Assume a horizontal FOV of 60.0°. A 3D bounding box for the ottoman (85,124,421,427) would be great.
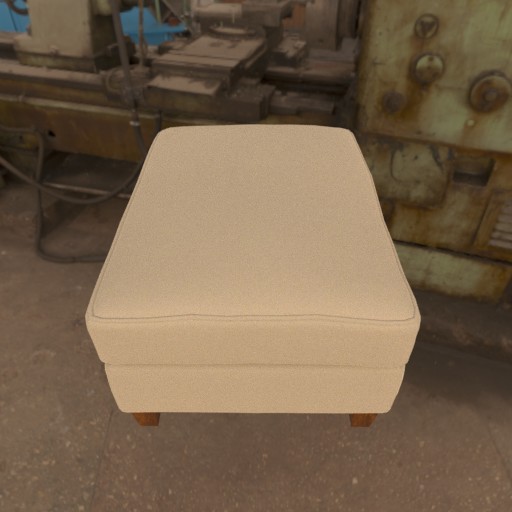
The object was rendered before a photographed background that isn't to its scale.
[{"bbox_3d":[0.000,0.000,1.210,0.634,0.485,0.818,0,40,0],"label":"ottoman"}]
